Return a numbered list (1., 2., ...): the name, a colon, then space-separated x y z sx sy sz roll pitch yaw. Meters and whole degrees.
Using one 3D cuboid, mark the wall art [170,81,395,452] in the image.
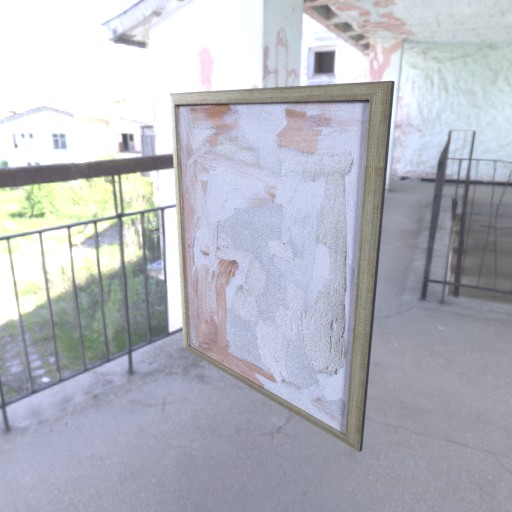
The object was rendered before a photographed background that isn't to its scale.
1. wall art: 0.000 0.000 0.933 0.559 0.660 0.018 17 24 42
